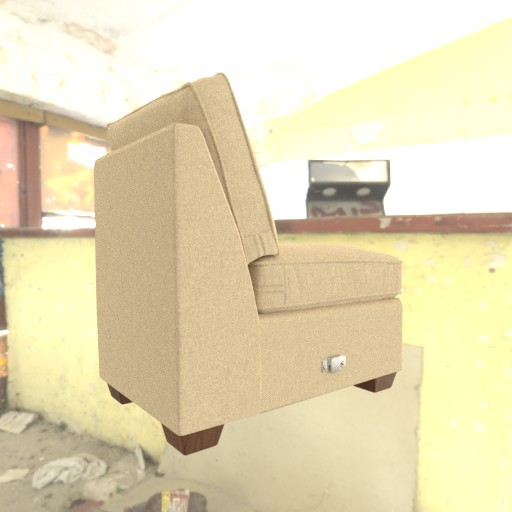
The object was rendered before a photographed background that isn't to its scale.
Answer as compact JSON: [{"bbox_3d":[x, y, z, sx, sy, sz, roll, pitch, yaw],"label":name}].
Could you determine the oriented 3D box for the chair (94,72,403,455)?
[{"bbox_3d":[0.000,0.000,1.560,0.938,0.970,0.621,-1,2,-37],"label":"chair"}]
